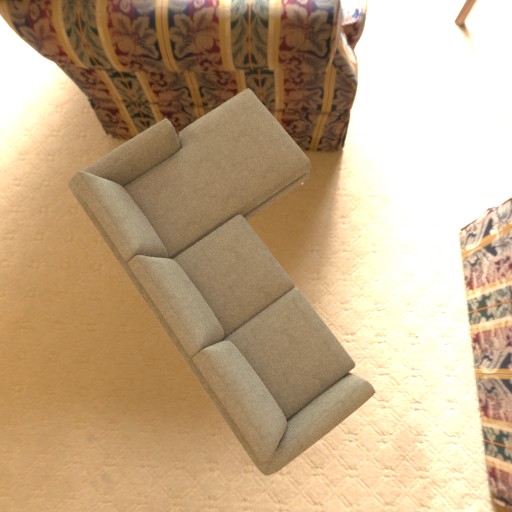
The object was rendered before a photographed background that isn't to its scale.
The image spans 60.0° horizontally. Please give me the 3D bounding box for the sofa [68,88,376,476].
[{"bbox_3d":[0.000,0.000,3.220,1.626,0.864,2.438,-35,78,-9],"label":"sofa"}]
